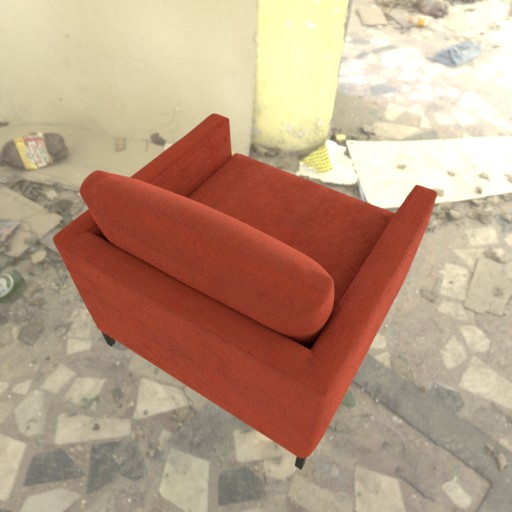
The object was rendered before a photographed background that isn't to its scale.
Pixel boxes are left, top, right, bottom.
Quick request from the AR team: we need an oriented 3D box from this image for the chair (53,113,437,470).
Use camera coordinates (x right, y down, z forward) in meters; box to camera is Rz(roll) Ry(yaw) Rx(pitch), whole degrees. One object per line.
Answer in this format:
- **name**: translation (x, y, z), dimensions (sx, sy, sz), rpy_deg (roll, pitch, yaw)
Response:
- **chair**: translation (0.000, 0.000, 1.581), dimensions (0.964, 0.812, 0.875), rpy_deg (25, 53, 21)
